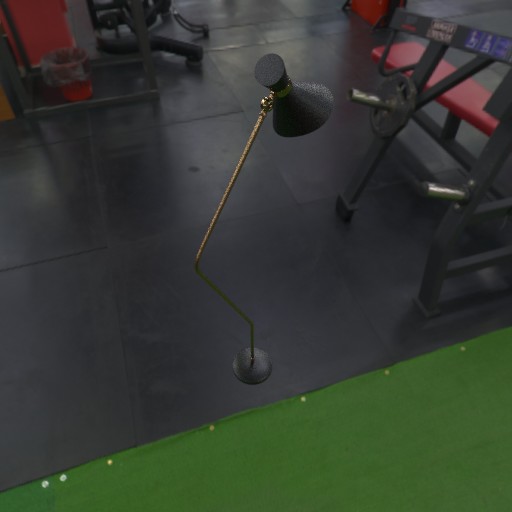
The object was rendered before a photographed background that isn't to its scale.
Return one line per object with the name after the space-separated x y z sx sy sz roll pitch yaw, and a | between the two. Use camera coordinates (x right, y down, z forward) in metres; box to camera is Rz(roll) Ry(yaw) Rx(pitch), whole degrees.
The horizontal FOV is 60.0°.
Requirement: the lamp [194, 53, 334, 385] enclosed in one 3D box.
0.000 0.000 1.602 0.467 1.438 0.277 -12 49 -11 | lamp
